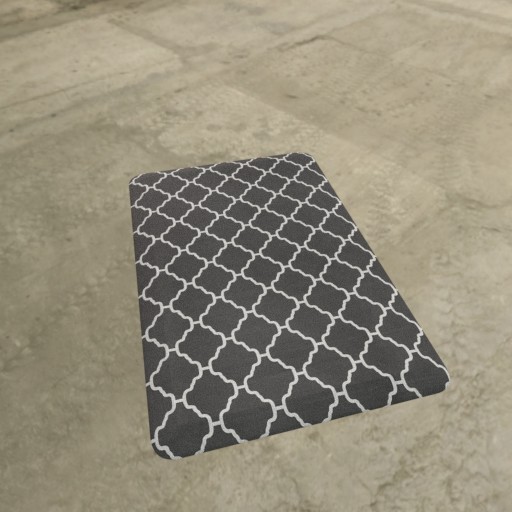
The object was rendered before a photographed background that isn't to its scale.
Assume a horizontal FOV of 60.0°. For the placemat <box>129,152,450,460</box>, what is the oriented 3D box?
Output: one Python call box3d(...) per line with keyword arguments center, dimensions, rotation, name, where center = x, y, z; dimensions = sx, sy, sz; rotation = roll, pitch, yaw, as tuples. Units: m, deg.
box3d(center=(0.000, 0.000, 0.955), dimensions=(0.508, 0.021, 0.762), rotation=(-10, 46, -10), name="placemat")
